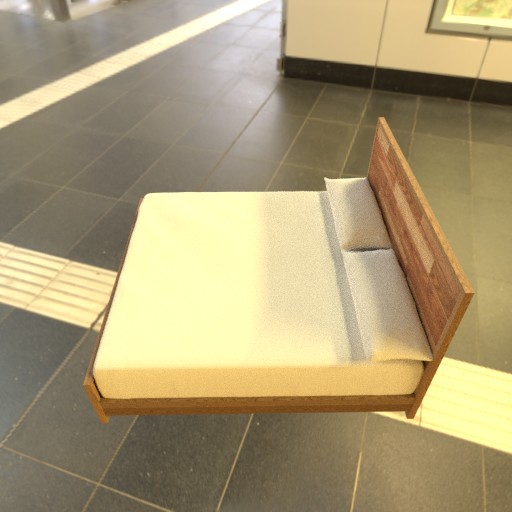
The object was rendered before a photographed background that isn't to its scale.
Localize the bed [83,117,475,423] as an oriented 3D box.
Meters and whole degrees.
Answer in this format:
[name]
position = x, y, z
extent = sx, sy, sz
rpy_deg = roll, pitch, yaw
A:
[bed]
position = 0.000, 0.000, 3.408
extent = 2.184, 1.295, 2.013
rpy_deg = -1, 42, -1
